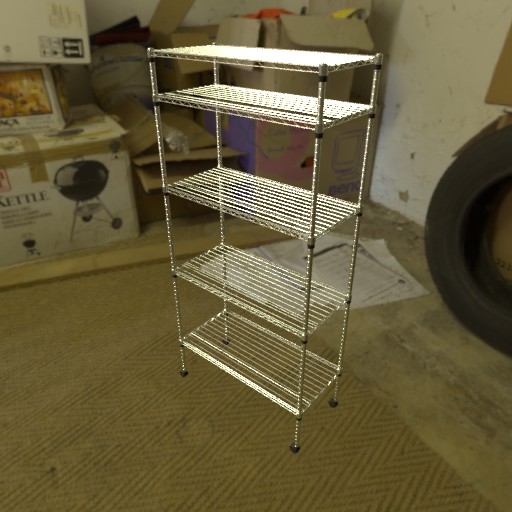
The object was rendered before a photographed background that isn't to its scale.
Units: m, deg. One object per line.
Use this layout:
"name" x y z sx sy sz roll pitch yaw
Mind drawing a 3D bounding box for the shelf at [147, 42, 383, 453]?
"shelf" 0.000 0.000 1.881 0.762 1.587 0.356 22 36 34
